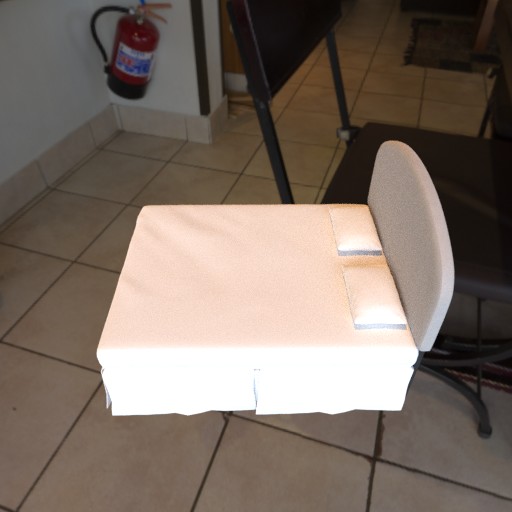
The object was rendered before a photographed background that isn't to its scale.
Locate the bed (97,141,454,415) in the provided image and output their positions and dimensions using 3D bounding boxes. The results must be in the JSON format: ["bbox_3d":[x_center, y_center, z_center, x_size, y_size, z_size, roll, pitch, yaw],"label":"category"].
[{"bbox_3d":[0.000,0.000,3.070,2.005,1.410,1.607,0,41,0],"label":"bed"}]
